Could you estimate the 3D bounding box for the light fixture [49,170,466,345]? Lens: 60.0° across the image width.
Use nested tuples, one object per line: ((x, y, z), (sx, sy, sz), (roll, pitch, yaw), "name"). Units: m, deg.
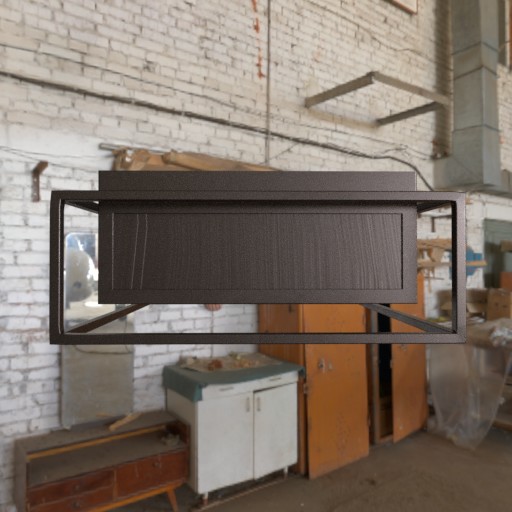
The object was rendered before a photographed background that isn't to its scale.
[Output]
((0.000, 0.000, 0.690), (0.441, 0.191, 0.441), (0, -1, -1), "light fixture")
